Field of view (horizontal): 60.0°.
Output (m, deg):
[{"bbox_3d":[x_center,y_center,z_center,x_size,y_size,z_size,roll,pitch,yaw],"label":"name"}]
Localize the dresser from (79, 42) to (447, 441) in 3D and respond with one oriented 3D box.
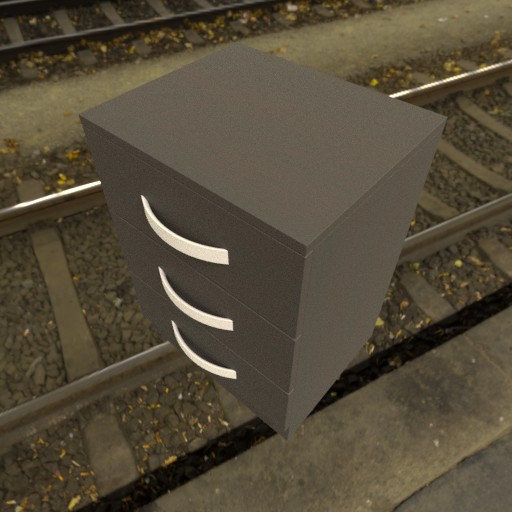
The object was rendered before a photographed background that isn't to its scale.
[{"bbox_3d":[0.000,0.000,0.823,0.400,0.560,0.360,32,55,26],"label":"dresser"}]
